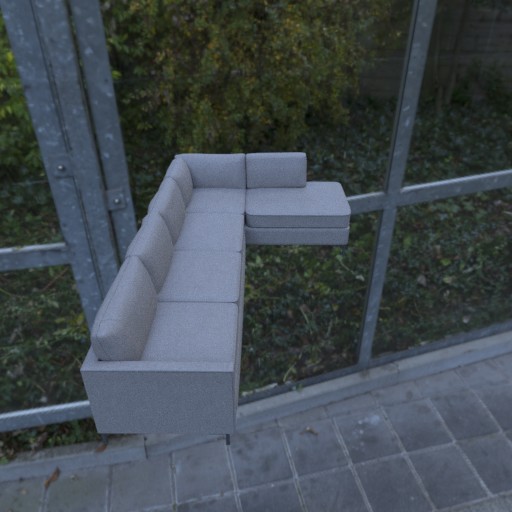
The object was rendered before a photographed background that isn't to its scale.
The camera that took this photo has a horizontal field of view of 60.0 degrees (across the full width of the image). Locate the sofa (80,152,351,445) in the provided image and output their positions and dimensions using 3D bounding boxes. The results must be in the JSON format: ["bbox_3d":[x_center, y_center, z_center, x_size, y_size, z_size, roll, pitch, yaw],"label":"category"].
[{"bbox_3d":[0.000,0.000,4.157,2.077,0.964,3.331,0,32,0],"label":"sofa"}]
